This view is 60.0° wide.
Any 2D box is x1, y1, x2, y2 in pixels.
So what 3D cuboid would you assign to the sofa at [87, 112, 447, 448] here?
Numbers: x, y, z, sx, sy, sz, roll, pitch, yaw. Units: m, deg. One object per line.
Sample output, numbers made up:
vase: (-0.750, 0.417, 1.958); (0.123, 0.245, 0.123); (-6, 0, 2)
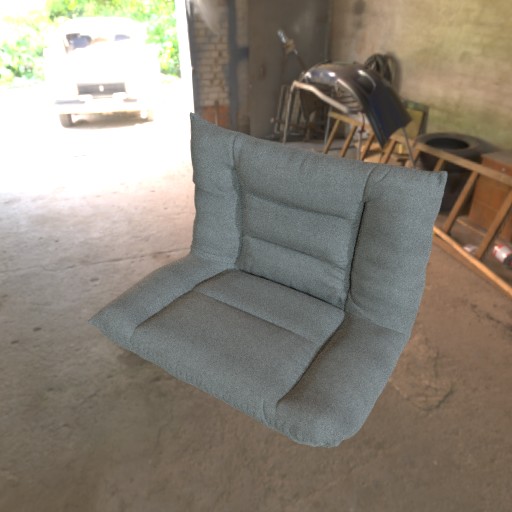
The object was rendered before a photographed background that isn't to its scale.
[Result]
sofa: (0.000, 0.000, 1.688); (1.144, 0.795, 0.847); (19, 36, 28)
